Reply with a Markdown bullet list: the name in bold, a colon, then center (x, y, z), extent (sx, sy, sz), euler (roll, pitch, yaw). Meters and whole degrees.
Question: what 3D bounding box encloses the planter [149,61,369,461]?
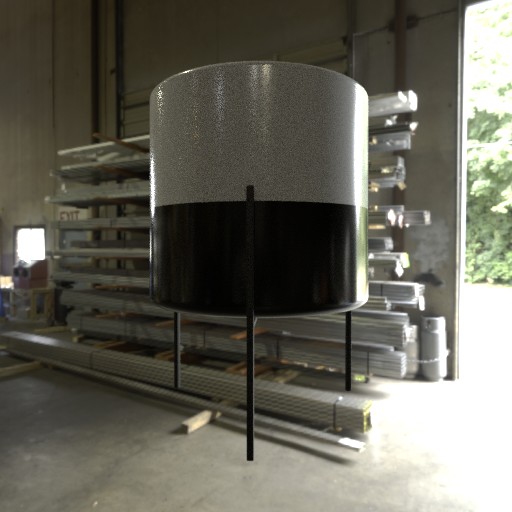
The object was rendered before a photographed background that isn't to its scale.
- **planter**: center (0.000, 0.000, 0.630), extent (0.310, 0.432, 0.310), euler (0, 1, 19)
